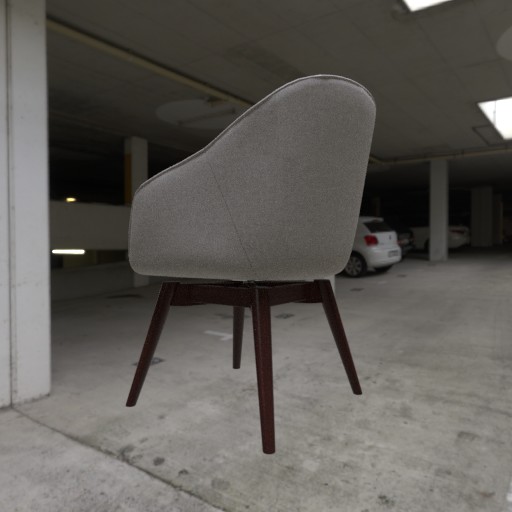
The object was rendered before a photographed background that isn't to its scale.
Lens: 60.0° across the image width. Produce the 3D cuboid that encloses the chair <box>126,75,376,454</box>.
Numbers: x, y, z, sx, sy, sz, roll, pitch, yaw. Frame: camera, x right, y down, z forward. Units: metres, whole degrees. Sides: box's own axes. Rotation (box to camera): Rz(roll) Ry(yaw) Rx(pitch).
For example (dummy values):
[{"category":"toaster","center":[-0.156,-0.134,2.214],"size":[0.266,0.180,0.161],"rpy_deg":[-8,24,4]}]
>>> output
[{"category":"chair","center":[0.000,0.000,1.248],"size":[0.635,0.823,0.596],"rpy_deg":[1,2,36]}]
